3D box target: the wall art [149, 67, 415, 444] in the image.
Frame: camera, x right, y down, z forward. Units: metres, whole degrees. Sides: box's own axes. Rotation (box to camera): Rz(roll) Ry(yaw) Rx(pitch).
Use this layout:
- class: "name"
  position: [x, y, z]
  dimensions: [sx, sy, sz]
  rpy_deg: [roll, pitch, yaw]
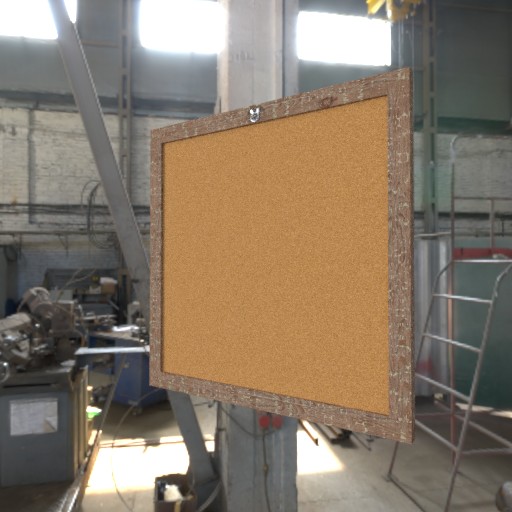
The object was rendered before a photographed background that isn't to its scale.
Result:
- class: "wall art"
  position: [0.000, 0.000, 0.555]
  dimensions: [0.380, 0.380, 0.022]
  rpy_deg: [-1, -1, 34]
